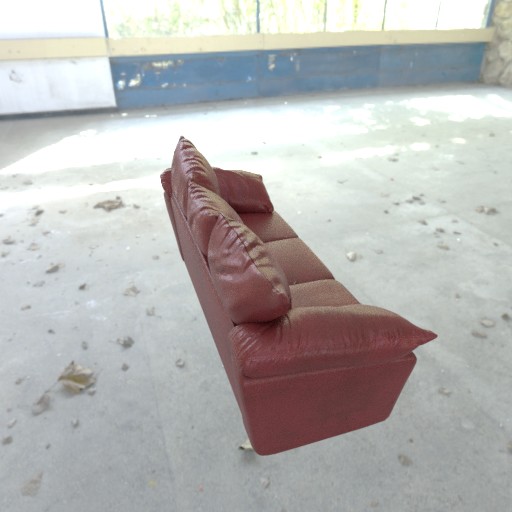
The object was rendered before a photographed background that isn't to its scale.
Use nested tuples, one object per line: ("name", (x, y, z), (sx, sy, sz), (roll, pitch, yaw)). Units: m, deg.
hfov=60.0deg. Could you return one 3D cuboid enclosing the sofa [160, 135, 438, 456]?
("sofa", (0.000, 0.000, 2.863), (0.907, 1.091, 2.390), (-9, 31, -16))
